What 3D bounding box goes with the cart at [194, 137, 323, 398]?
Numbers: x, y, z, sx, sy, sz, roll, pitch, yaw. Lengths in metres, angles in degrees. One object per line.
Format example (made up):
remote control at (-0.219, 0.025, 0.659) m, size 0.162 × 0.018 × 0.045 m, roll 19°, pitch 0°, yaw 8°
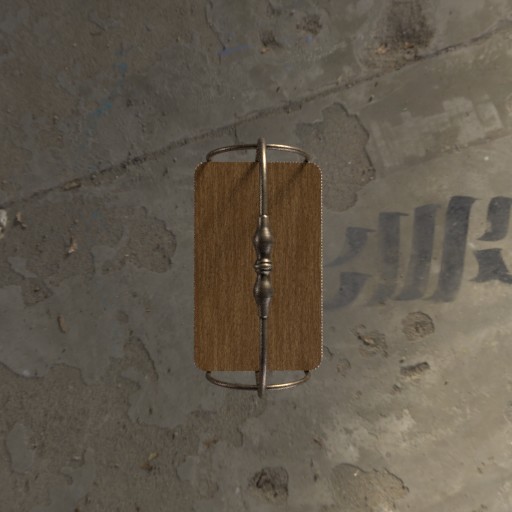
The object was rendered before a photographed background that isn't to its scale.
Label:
cart at (0.000, 0.000, 1.347) m, size 0.330 × 1.052 × 0.650 m, roll 0°, pitch 89°, yaw -2°
